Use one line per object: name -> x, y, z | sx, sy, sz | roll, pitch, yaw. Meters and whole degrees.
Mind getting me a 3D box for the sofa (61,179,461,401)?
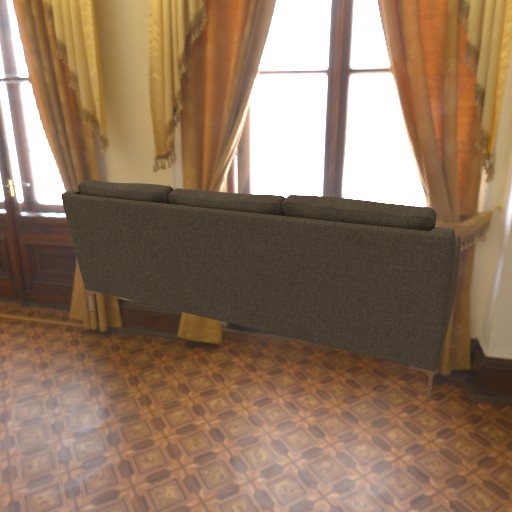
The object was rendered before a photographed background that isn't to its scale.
sofa -> 0.000, 0.000, 2.482 | 2.060, 0.837, 0.849 | 9, 19, 26
